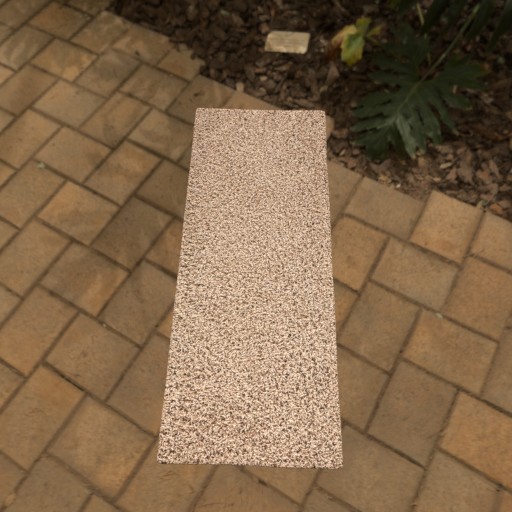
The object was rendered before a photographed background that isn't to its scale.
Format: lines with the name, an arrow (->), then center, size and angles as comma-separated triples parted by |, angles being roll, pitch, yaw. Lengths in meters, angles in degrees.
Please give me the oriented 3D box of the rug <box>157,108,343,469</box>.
rug -> 0.000, 0.000, 1.773 | 0.609, 0.030, 1.524 | 1, 65, 1
